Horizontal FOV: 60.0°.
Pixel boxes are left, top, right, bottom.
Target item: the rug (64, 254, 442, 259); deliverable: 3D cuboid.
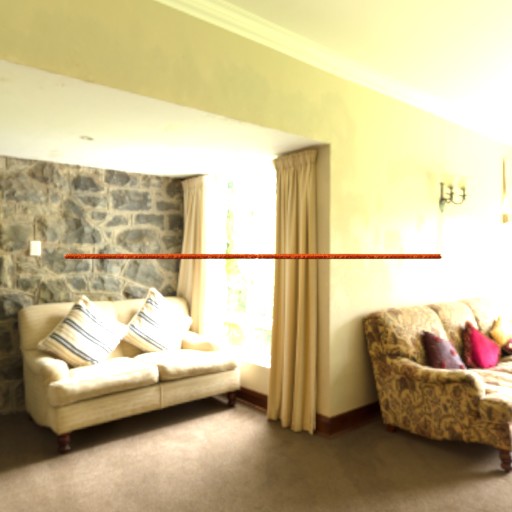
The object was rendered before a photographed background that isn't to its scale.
[{"bbox_3d":[0.000,0.000,2.334,1.230,0.018,1.835,0,0,0],"label":"rug"}]
